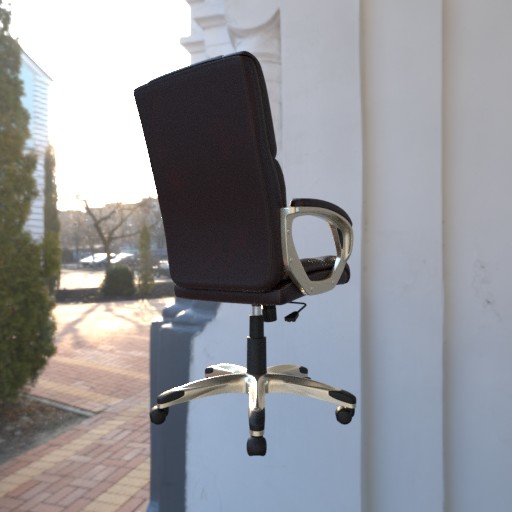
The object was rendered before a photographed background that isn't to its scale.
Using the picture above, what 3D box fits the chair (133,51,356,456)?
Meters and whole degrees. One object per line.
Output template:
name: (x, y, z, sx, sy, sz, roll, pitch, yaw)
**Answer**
chair: (0.000, 0.000, 1.572, 0.662, 1.107, 0.739, 0, 0, 36)
